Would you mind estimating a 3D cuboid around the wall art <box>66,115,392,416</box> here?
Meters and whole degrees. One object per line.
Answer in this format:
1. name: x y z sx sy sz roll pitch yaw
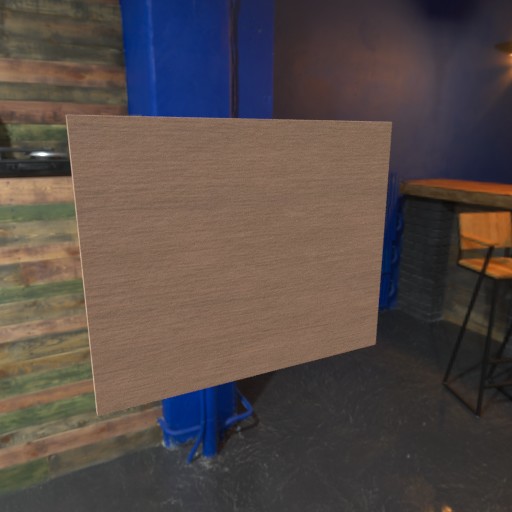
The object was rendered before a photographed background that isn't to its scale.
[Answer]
1. wall art: 0.000 0.000 0.692 0.508 0.408 0.010 -7 16 -26
